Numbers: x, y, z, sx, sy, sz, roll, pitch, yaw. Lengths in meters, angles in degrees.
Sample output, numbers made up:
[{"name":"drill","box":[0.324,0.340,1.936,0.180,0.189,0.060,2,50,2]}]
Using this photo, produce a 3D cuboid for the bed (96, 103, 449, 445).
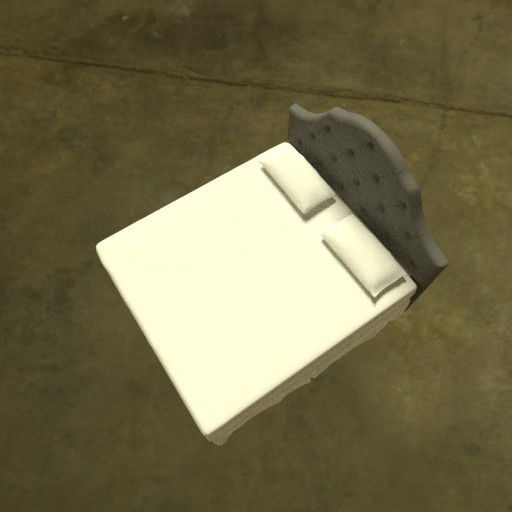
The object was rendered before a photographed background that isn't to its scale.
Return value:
[{"name":"bed","box":[0.000,0.000,3.655,2.214,1.615,2.008,-31,68,-14]}]
